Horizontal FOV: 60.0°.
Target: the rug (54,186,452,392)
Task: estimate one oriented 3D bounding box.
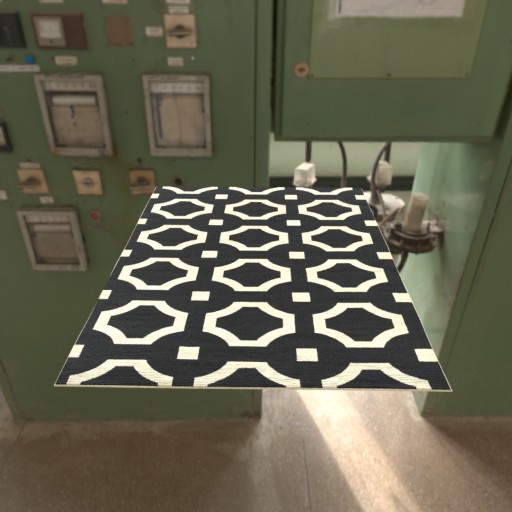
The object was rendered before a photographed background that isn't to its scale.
[{"bbox_3d":[0.000,0.000,4.020,2.466,0.021,3.049,1,32,1],"label":"rug"}]
